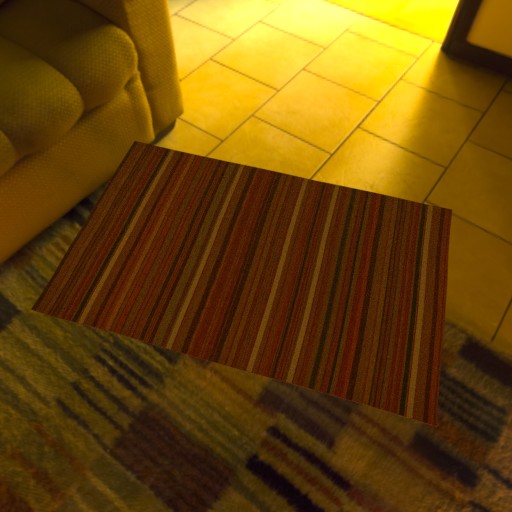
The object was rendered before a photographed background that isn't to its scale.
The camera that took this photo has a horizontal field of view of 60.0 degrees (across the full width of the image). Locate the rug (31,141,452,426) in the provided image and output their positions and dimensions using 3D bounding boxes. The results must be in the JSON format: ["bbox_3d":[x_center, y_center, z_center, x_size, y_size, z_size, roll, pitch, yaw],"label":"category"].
[{"bbox_3d":[0.000,0.000,2.914,2.438,0.008,1.523,14,59,9],"label":"rug"}]
